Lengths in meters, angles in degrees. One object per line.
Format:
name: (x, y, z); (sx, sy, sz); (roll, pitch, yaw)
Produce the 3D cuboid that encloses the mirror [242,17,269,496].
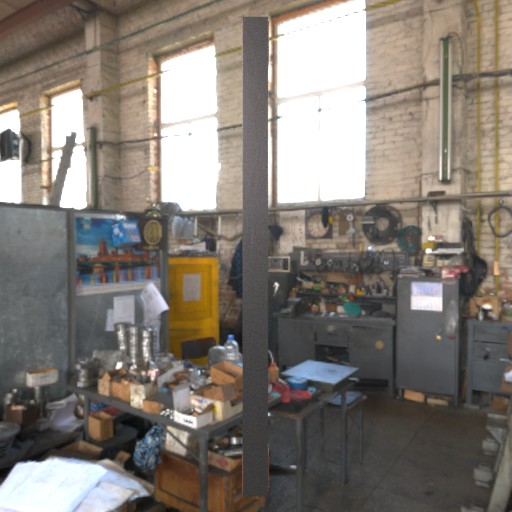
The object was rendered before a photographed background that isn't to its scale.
mirror: (0.000, 0.000, 1.022); (0.047, 0.823, 0.525); (0, 1, 0)
